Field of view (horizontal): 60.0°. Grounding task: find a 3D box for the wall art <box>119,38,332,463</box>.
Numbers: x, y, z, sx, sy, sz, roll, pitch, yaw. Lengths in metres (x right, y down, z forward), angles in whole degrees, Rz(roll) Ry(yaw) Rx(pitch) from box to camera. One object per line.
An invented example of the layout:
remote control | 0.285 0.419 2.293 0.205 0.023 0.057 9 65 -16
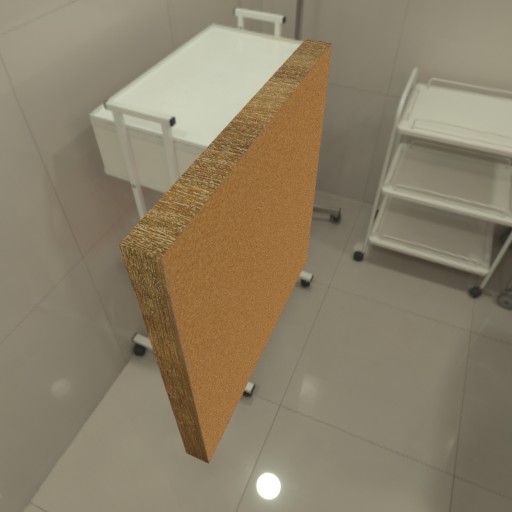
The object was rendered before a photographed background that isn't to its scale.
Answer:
wall art | 0.000 0.000 0.581 0.039 0.403 0.406 17 49 16
